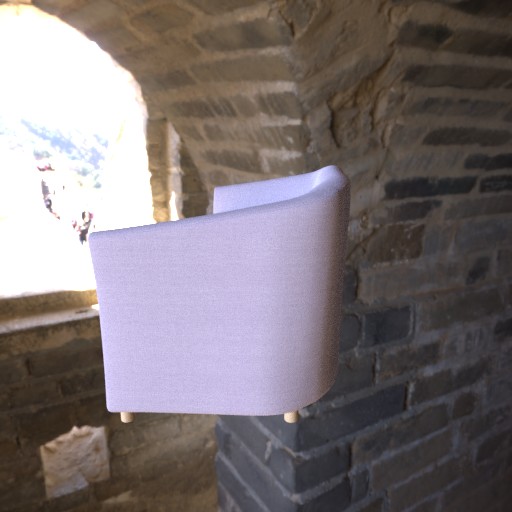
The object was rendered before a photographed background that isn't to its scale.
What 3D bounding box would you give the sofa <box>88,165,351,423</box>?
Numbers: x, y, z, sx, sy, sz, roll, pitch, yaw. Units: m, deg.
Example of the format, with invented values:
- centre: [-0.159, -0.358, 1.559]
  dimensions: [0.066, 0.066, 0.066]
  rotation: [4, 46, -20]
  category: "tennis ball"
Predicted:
- centre: [0.000, 0.000, 1.861]
  dimensions: [0.705, 0.721, 1.452]
  rotation: [2, 14, 8]
  category: "sofa"
